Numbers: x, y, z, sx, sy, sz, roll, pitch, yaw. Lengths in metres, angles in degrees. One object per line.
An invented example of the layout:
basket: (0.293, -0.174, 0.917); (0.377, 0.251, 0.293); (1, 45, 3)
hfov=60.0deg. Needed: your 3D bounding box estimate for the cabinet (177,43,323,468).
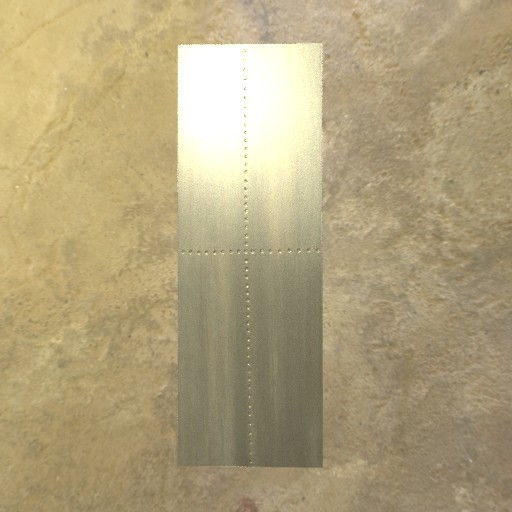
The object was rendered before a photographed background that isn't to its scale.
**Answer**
cabinet: (0.000, 0.000, 1.472); (0.338, 0.919, 0.968); (0, 90, 1)
